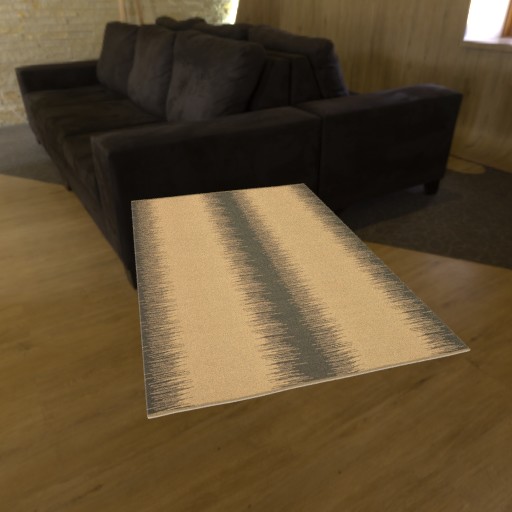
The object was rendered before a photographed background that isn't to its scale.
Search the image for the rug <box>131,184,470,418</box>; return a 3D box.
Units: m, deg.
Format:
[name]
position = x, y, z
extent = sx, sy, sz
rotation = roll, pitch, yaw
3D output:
[rug]
position = 0.000, 0.000, 2.352
extent = 1.234, 0.006, 1.854
rotation = -8, 31, -13
